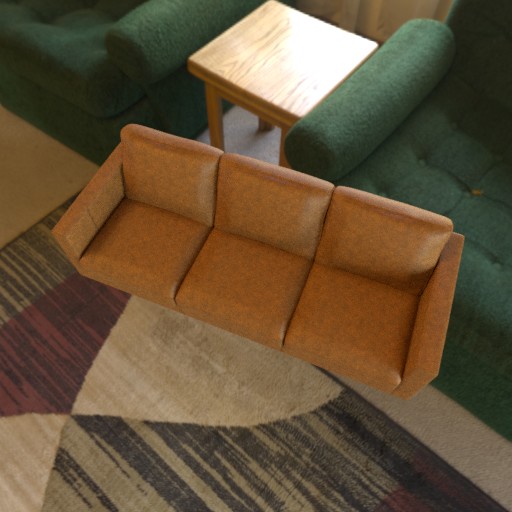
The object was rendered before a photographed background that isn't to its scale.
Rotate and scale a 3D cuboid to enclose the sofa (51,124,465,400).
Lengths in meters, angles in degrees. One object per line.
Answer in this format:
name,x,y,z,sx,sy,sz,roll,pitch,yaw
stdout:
sofa,0.000,0.000,2.731,2.231,0.930,0.903,19,60,11
